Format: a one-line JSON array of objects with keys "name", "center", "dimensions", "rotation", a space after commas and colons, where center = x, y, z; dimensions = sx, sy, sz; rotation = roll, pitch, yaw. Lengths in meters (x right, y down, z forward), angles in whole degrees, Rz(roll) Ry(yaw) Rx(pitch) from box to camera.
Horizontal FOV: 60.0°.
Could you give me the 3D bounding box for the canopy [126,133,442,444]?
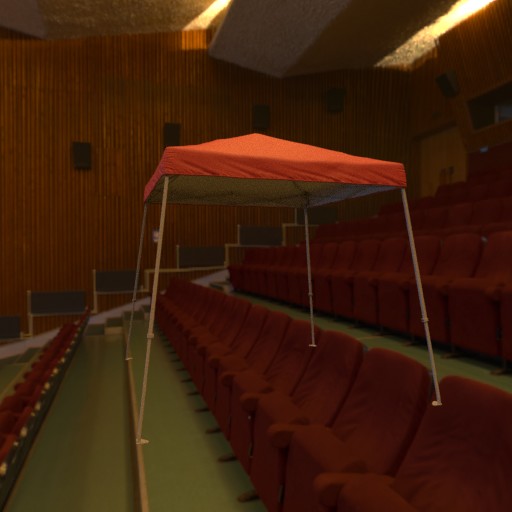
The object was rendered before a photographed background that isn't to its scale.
[{"name": "canopy", "center": [0.000, 0.000, 6.535], "dimensions": [3.599, 3.600, 3.600], "rotation": [0, 1, -18]}]
